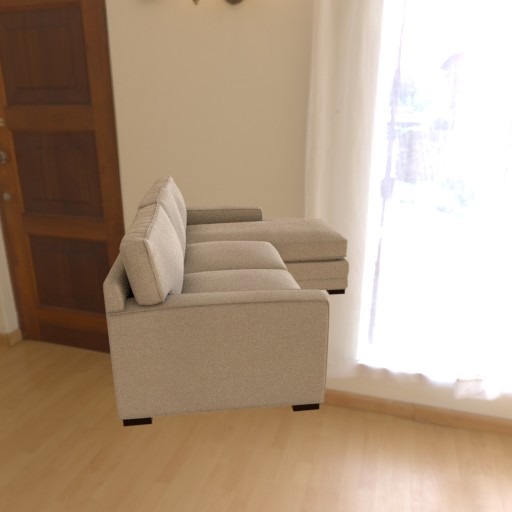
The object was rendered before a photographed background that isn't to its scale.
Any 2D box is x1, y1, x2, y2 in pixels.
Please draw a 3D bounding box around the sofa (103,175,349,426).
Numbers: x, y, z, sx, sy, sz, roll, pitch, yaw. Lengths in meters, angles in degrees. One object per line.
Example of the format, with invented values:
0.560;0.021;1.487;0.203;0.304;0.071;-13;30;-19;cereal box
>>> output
0.000;0.000;2.876;1.496;0.861;2.087;-2;18;-7;sofa
